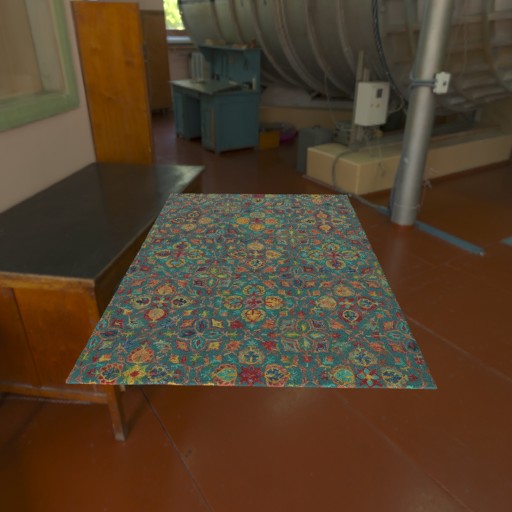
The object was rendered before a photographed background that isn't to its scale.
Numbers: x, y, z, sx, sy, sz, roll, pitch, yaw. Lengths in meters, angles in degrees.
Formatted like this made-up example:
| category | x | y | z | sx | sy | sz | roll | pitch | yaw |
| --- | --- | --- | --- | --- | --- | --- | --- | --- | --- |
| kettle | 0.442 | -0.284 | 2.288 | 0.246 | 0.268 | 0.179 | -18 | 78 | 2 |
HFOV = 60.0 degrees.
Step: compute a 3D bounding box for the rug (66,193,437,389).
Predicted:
| category | x | y | z | sx | sy | sz | roll | pitch | yaw |
| --- | --- | --- | --- | --- | --- | --- | --- | --- | --- |
| rug | 0.000 | 0.000 | 2.826 | 1.527 | 0.016 | 2.290 | 1 | 28 | 1 |
